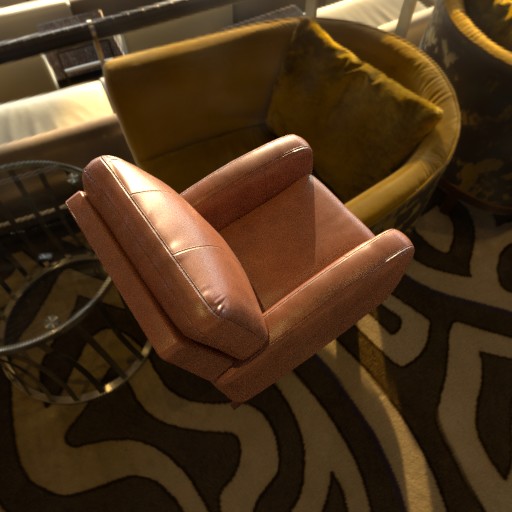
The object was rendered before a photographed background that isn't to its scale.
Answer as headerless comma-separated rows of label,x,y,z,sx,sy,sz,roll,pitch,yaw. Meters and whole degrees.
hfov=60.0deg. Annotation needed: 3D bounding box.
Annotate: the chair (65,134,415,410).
chair,0.000,0.000,1.689,0.990,0.990,0.762,-31,64,-17
